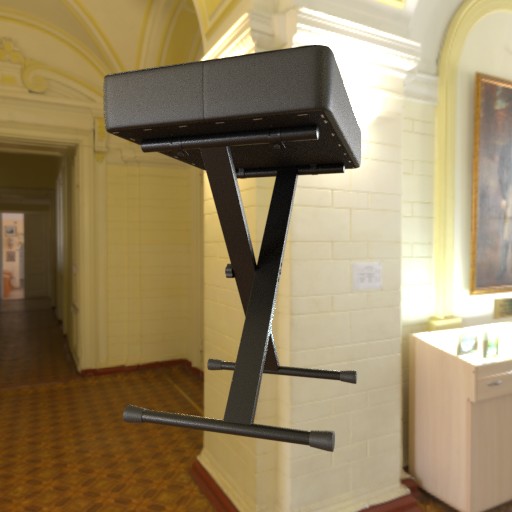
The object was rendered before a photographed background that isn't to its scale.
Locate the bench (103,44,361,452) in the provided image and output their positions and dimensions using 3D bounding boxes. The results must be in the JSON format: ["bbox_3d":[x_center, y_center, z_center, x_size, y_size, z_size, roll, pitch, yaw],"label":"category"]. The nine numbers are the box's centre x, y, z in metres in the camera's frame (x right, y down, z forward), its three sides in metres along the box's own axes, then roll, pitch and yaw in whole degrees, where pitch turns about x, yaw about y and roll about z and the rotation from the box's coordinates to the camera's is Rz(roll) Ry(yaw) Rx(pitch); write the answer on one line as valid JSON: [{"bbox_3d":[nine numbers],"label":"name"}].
[{"bbox_3d":[0.000,0.000,0.762,0.321,0.500,0.424,0,1,18],"label":"bench"}]
